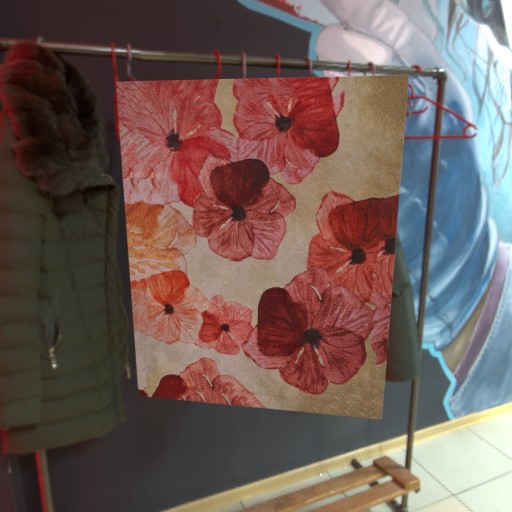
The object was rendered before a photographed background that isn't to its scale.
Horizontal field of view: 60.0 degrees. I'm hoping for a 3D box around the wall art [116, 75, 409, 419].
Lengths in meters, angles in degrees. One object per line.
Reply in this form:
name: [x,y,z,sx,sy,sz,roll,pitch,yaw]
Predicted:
wall art: [0.000,0.000,0.682,0.406,0.508,0.028,2,14,9]
